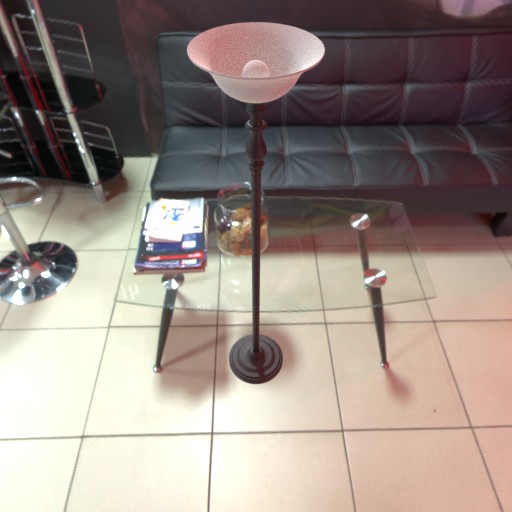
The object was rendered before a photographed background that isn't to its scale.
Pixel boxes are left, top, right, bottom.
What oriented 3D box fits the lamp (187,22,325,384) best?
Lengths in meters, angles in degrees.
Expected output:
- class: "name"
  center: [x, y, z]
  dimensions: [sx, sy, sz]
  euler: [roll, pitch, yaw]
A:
- class: "lamp"
  center: [0.000, 0.000, 1.962]
  dimensions: [0.405, 1.797, 0.405]
  euler: [24, 51, 21]
